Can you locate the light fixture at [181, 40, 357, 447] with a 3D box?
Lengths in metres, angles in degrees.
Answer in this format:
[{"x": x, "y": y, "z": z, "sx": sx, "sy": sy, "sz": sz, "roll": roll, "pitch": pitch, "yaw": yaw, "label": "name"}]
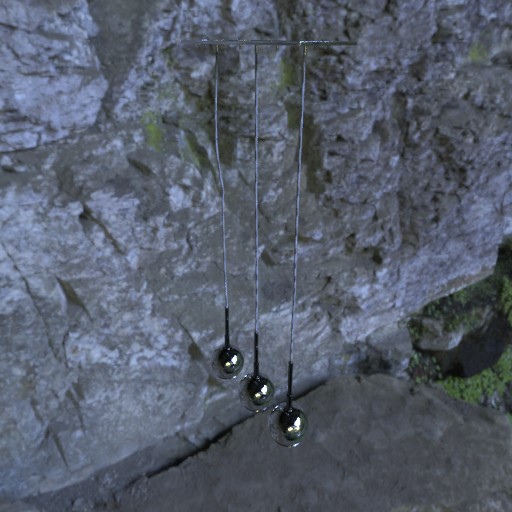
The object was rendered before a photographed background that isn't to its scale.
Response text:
[{"x": 0.000, "y": 0.000, "z": 1.611, "sx": 0.188, "sy": 1.408, "sz": 0.623, "roll": -17, "pitch": 31, "yaw": -31, "label": "light fixture"}]
